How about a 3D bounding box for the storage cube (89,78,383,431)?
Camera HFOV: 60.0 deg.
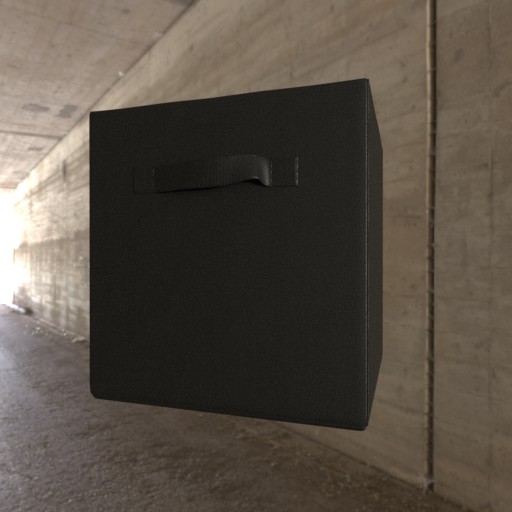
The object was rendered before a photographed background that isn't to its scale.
[{"bbox_3d":[0.000,0.000,0.500,0.270,0.280,0.270,0,0,18],"label":"storage cube"}]
